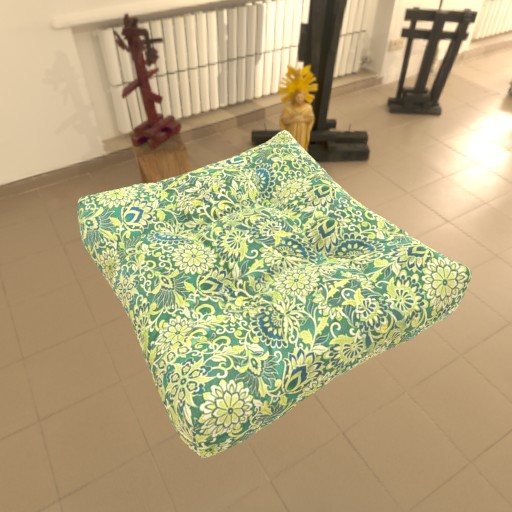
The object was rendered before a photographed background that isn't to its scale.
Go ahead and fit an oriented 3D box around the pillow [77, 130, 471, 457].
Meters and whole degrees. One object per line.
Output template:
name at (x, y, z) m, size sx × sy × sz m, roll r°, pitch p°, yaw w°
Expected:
pillow at (0.000, 0.000, 0.730) m, size 0.468 × 0.128 × 0.490 m, roll -23°, pitch 49°, yaw -22°
